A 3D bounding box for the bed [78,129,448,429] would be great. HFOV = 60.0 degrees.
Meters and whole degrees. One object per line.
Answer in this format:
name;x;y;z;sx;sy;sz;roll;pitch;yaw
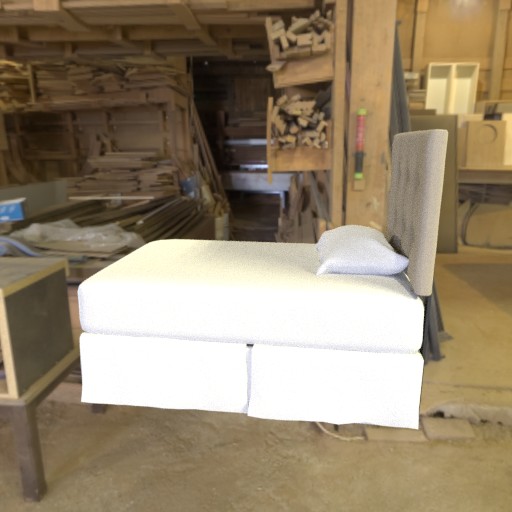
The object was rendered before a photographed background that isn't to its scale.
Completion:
bed;0.000;0.000;2.912;1.997;1.571;1.261;2;15;8
